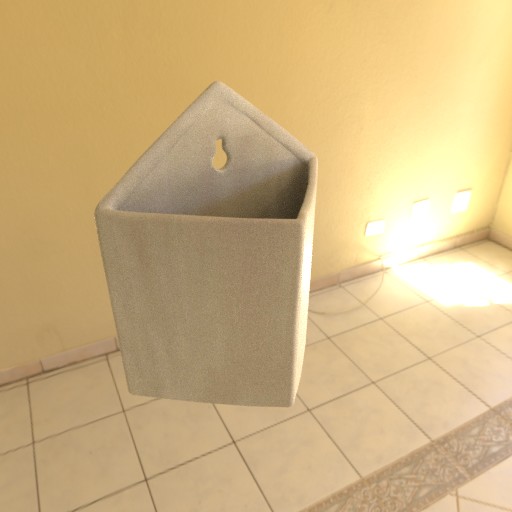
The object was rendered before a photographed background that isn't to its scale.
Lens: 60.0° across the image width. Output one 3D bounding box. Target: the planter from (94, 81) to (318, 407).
[{"bbox_3d":[0.000,0.000,0.272,0.163,0.194,0.080,-20,36,-31],"label":"planter"}]
